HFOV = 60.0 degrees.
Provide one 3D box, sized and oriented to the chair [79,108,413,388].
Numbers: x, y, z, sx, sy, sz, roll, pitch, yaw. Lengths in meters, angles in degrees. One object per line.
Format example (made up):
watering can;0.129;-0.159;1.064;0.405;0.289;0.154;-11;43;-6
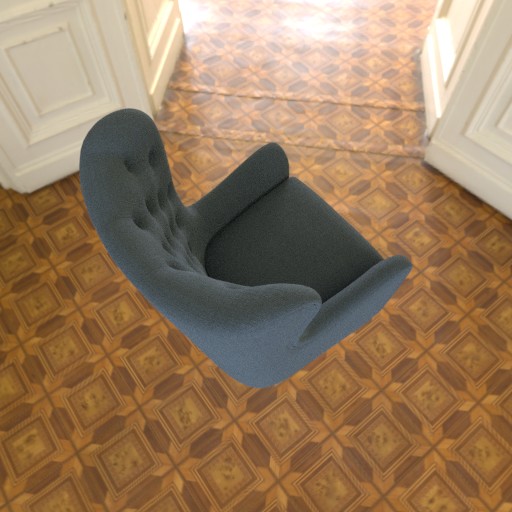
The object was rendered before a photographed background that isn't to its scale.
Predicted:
chair;0.000;0.000;1.678;0.930;1.079;0.831;-34;65;-18
